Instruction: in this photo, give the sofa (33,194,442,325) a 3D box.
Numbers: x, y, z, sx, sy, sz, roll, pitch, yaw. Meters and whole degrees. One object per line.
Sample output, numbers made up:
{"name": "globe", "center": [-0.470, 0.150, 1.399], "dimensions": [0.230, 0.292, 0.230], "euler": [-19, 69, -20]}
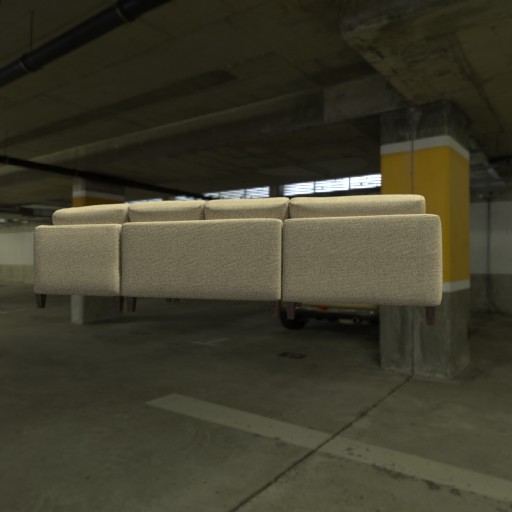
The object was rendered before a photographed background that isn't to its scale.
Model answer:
{"name": "sofa", "center": [0.000, 0.000, 4.701], "dimensions": [3.460, 0.959, 2.593], "euler": [0, 0, 18]}
